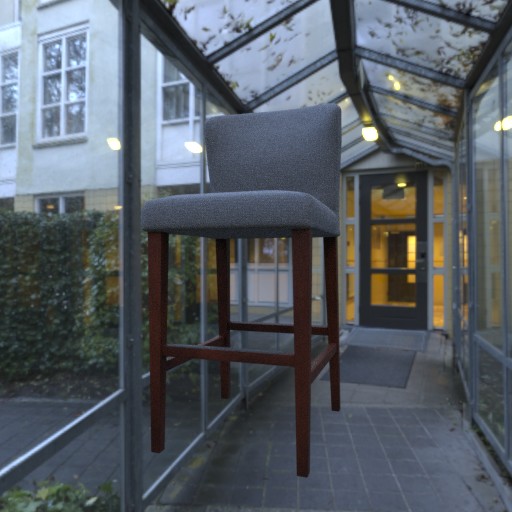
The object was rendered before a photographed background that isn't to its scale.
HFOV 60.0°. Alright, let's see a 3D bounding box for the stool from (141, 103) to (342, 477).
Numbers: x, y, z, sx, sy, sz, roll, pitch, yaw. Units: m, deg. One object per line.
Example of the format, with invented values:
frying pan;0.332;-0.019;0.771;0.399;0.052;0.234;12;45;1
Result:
stool;0.000;0.000;1.380;0.486;1.069;0.568;0;0;19
